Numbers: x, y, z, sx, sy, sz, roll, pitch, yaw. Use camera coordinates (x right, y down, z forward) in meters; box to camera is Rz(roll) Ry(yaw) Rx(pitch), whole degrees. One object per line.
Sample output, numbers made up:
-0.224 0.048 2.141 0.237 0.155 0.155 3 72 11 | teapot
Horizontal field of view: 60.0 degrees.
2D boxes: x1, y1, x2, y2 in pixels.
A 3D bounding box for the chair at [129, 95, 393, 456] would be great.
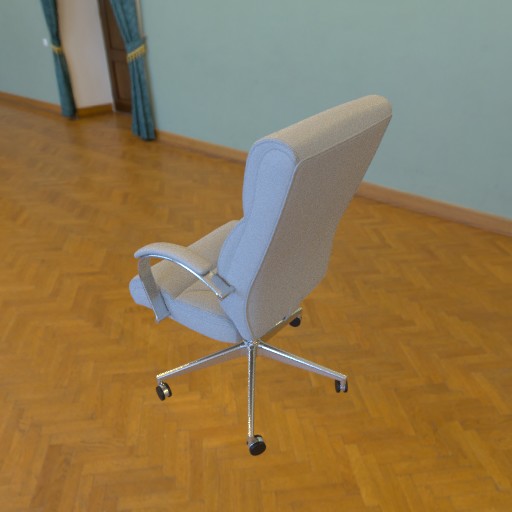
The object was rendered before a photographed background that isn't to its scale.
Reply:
0.000 0.000 1.571 0.745 1.099 0.727 21 37 30 | chair
